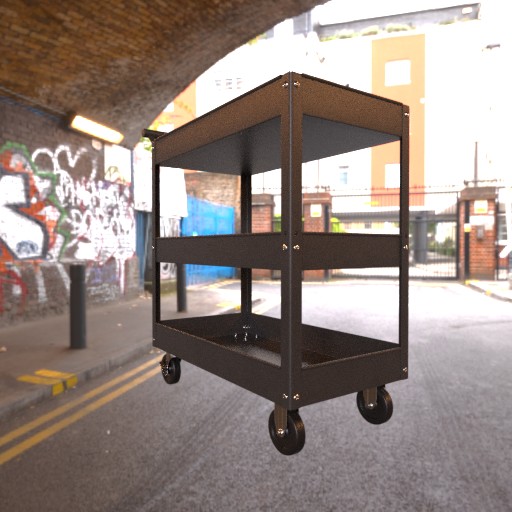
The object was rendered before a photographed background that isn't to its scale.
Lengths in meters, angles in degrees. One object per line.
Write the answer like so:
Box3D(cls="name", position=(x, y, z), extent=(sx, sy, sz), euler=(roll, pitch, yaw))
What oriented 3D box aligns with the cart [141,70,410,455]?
Box3D(cls="cart", position=(0.000, 0.000, 1.195), extent=(0.366, 0.780, 0.719), euler=(-1, 1, -35))
